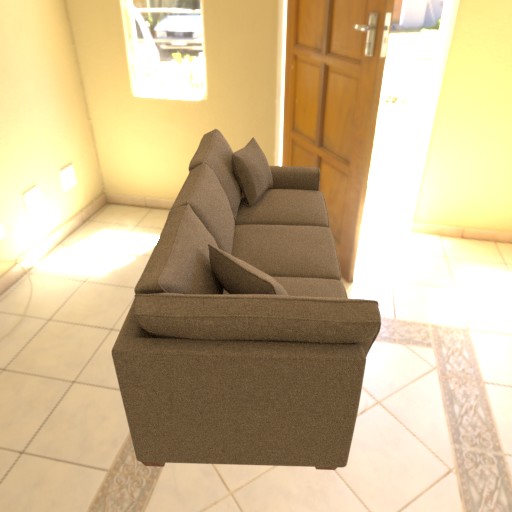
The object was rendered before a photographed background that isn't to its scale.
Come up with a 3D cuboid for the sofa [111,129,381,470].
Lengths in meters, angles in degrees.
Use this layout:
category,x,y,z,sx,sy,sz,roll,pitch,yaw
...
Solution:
category,x,y,z,sx,sy,sz,roll,pitch,yaw
sofa,0.000,0.000,2.795,1.061,0.962,2.317,1,32,2
